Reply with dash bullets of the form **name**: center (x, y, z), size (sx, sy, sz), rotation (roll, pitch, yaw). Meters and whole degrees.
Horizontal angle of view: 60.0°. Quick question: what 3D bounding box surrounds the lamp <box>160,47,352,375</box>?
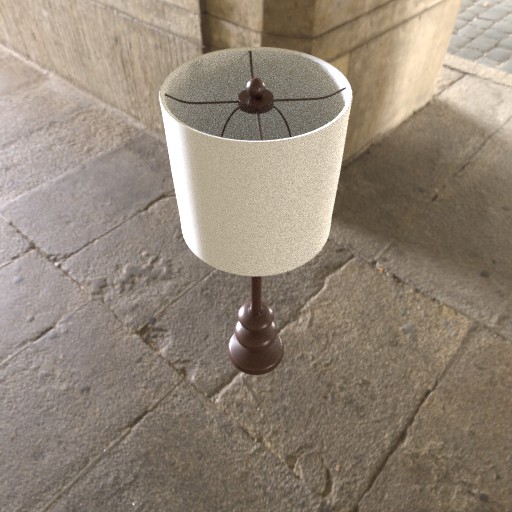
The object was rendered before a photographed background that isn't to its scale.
- **lamp**: center (0.000, 0.000, 0.833), size (0.254, 0.690, 0.254), rotation (-3, 48, -3)
